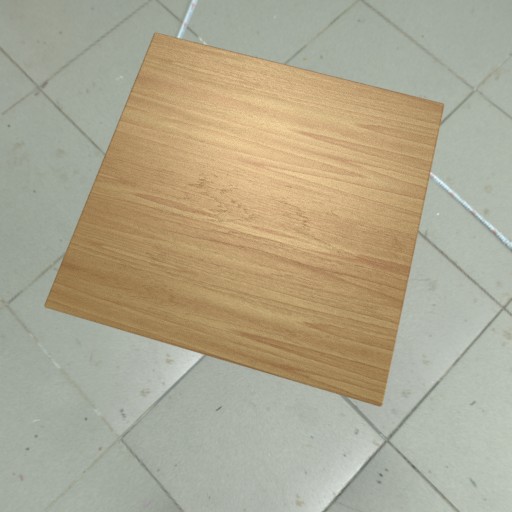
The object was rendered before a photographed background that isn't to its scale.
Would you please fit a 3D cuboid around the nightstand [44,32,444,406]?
[{"bbox_3d":[0.000,0.000,0.879,0.428,0.614,0.418,16,76,4],"label":"nightstand"}]
